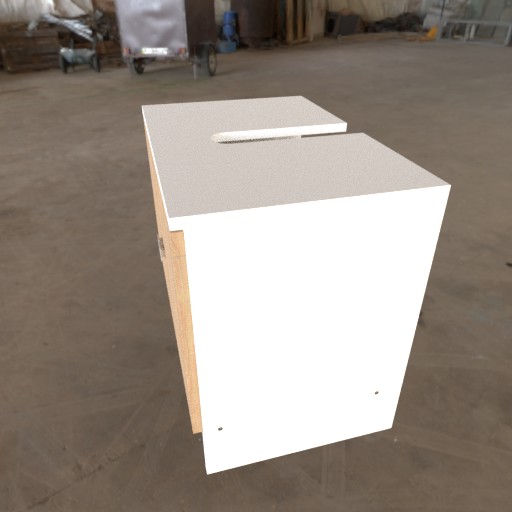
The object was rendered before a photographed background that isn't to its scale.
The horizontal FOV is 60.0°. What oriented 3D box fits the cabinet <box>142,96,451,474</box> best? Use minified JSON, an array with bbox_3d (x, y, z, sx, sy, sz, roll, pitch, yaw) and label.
[{"bbox_3d":[0.000,0.000,0.956,0.400,0.522,0.600,-8,32,-13],"label":"cabinet"}]
